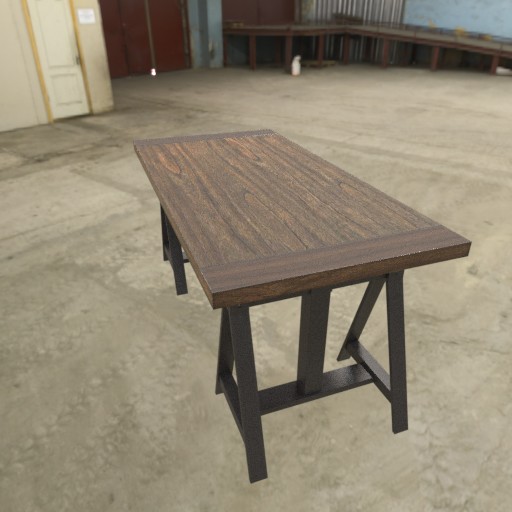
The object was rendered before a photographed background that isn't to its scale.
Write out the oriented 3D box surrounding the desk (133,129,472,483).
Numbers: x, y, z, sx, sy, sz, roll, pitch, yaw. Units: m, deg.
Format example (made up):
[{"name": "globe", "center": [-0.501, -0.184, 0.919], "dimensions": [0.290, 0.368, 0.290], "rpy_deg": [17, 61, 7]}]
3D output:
[{"name": "desk", "center": [0.000, 0.000, 1.944], "dimensions": [0.784, 0.725, 1.543], "rpy_deg": [-10, 30, -18]}]
